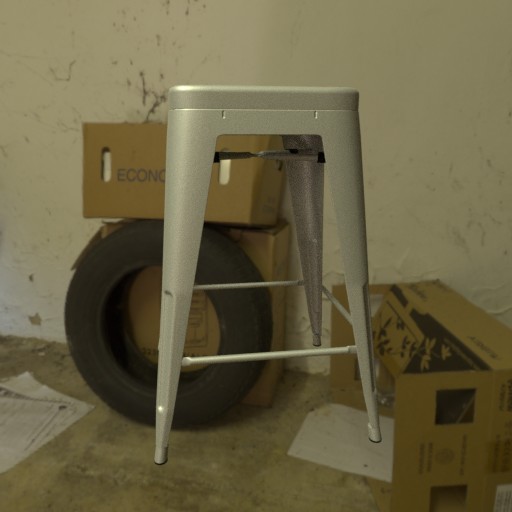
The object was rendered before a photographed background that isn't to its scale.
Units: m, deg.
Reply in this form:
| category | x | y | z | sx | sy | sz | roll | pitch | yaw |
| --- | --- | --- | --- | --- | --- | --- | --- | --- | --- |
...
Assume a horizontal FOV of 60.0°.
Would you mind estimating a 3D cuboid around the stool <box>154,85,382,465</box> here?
| category | x | y | z | sx | sy | sz | roll | pitch | yaw |
| --- | --- | --- | --- | --- | --- | --- | --- | --- | --- |
| stool | 0.000 | 0.000 | 0.887 | 0.406 | 0.610 | 0.406 | -2 | 15 | -8 |
